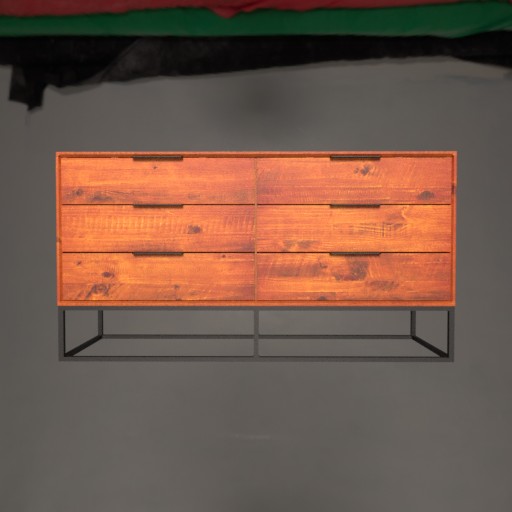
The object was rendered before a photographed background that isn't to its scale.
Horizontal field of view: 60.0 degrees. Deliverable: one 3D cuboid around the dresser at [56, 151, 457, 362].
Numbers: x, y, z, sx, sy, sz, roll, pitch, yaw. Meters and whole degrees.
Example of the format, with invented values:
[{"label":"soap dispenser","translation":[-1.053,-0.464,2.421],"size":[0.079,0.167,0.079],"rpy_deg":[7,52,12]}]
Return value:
[{"label":"dresser","translation":[0.000,0.000,1.914],"size":[1.536,0.810,0.464],"rpy_deg":[0,1,0]}]
